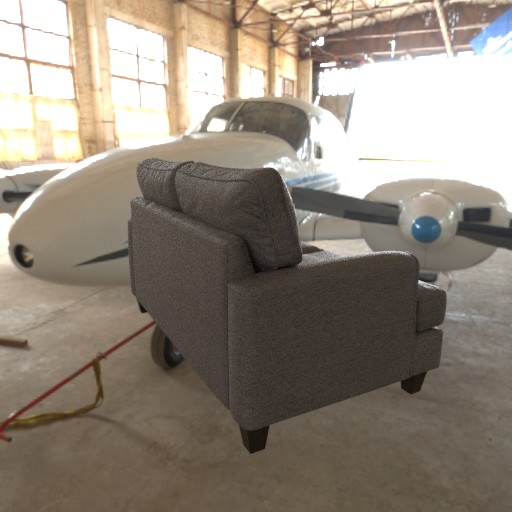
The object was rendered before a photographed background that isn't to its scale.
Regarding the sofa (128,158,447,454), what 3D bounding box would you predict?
[{"bbox_3d":[0.000,0.000,2.267,0.965,0.965,1.651,-7,16,-27],"label":"sofa"}]
